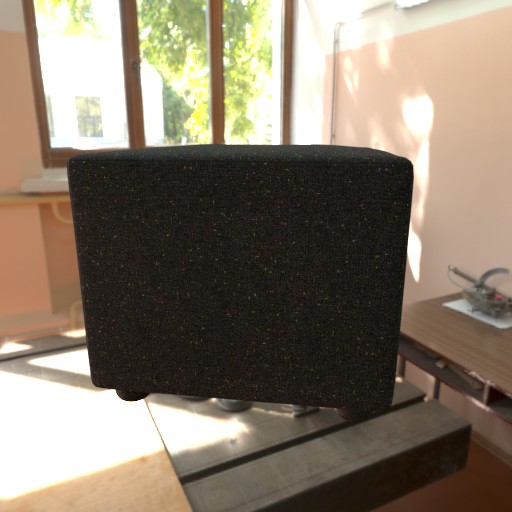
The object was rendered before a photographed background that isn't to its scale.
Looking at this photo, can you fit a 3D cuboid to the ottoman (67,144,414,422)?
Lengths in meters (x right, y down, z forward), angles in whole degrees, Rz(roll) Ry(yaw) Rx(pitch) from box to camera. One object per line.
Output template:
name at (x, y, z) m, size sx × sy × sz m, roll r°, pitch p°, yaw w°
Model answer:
ottoman at (0.000, 0.000, 0.890) m, size 0.508 × 0.432 × 0.508 m, roll 2°, pitch 15°, yaw 8°
